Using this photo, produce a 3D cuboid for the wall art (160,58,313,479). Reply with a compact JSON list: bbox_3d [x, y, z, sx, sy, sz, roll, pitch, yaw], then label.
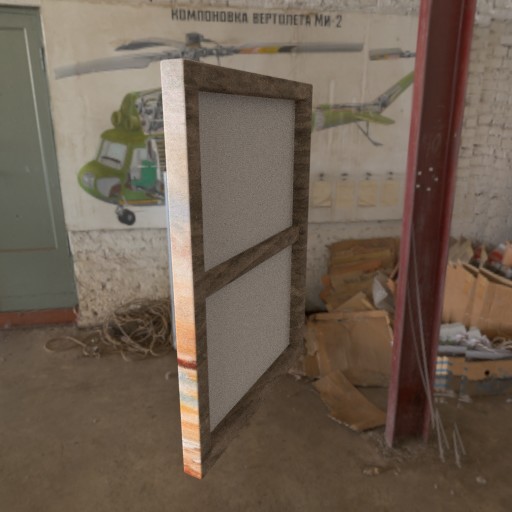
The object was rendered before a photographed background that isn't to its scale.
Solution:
[{"bbox_3d":[0.000,0.000,0.797,0.035,0.605,0.443,8,19,25],"label":"wall art"}]
